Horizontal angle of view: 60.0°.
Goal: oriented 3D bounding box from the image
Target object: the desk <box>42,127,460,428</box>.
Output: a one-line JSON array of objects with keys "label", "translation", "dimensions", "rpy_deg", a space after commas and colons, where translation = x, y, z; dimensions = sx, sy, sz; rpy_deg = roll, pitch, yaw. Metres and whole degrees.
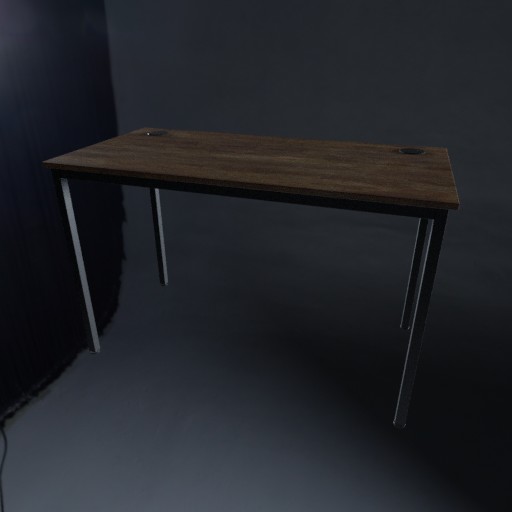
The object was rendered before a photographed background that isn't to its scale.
[{"label": "desk", "translation": [0.000, 0.000, 1.623], "dimensions": [1.200, 0.749, 0.600], "rpy_deg": [8, 28, 16]}]
